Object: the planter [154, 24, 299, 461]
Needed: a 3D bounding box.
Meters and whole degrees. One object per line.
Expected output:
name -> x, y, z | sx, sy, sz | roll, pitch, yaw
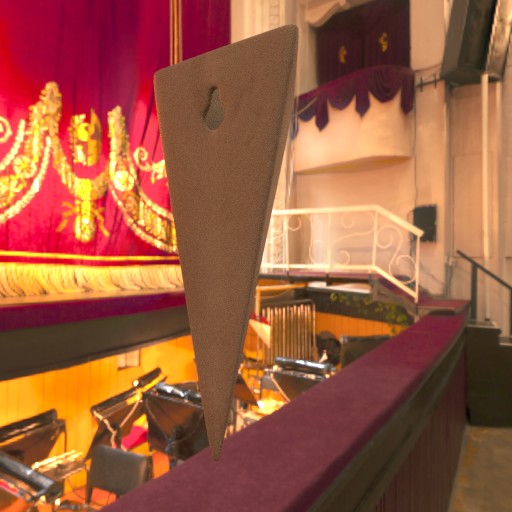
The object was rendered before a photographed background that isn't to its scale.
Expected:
planter -> 0.000, 0.000, 0.273 | 0.101, 0.224, 0.081 | 0, 0, 36
